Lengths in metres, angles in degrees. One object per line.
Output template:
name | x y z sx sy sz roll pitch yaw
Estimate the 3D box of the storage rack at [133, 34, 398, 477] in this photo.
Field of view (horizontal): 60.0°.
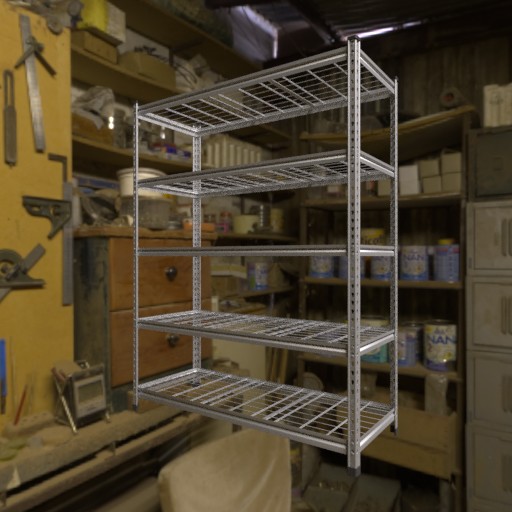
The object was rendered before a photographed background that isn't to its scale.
storage rack | 0.000 0.000 2.665 1.524 1.981 0.610 0 0 35
